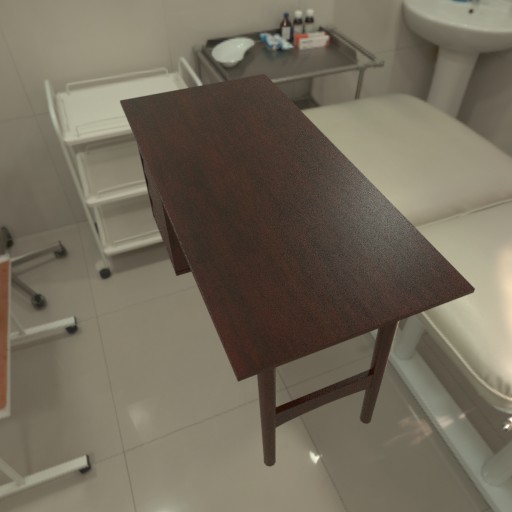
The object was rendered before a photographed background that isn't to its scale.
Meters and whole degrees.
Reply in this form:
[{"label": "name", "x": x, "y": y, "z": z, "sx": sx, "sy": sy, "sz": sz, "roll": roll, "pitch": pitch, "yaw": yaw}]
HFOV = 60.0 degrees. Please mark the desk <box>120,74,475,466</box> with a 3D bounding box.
[{"label": "desk", "x": 0.000, "y": 0.000, "z": 1.665, "sx": 0.612, "sy": 0.758, "sz": 1.277, "roll": -17, "pitch": 49, "yaw": -15}]
